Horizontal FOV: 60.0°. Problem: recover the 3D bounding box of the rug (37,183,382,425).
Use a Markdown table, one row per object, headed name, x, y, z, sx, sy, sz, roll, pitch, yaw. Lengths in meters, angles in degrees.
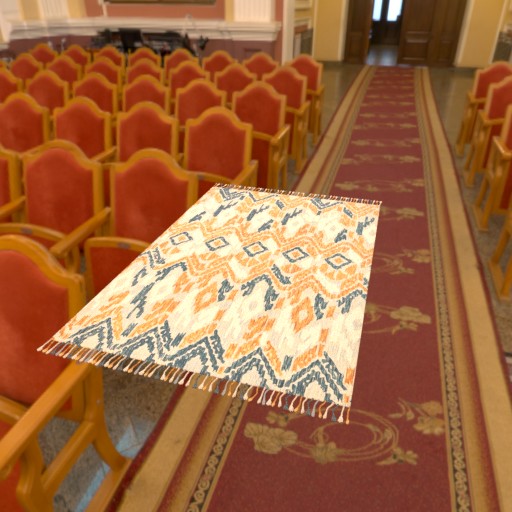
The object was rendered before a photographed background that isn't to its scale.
| name | x | y | z | sx | sy | sz | roll | pitch | yaw |
| --- | --- | --- | --- | --- | --- | --- | --- | --- | --- |
| rug | 0.000 | 0.000 | 2.996 | 1.533 | 0.010 | 2.428 | 9 | 31 | 15 |
